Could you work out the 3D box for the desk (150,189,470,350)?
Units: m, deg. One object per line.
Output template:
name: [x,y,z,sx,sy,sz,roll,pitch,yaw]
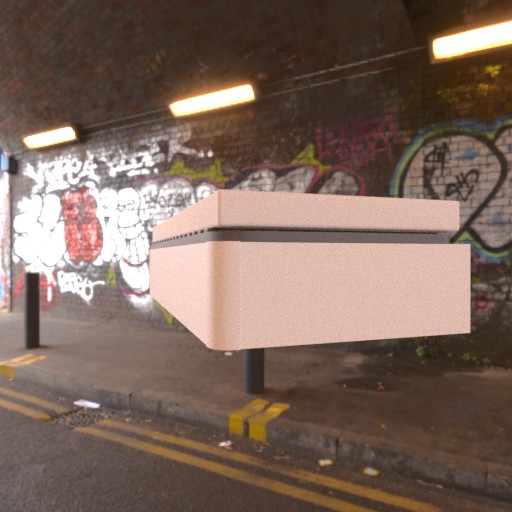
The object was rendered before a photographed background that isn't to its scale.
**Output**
desk: [0.000,0.000,2.265,0.900,0.526,1.900,0,0,-19]
